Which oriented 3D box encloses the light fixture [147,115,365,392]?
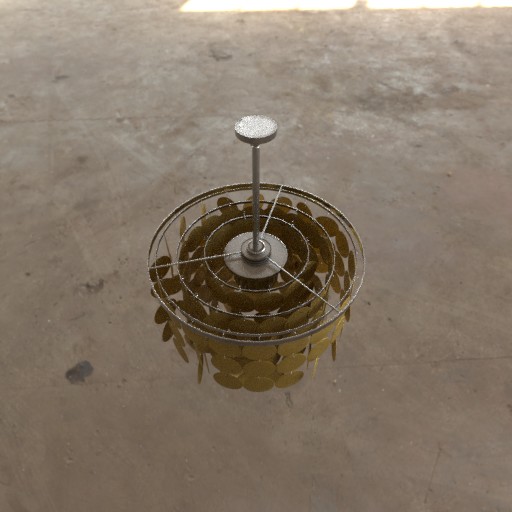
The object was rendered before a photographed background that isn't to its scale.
[{"bbox_3d":[0.000,0.000,0.743,0.368,0.492,0.368,0,47,0],"label":"light fixture"}]
